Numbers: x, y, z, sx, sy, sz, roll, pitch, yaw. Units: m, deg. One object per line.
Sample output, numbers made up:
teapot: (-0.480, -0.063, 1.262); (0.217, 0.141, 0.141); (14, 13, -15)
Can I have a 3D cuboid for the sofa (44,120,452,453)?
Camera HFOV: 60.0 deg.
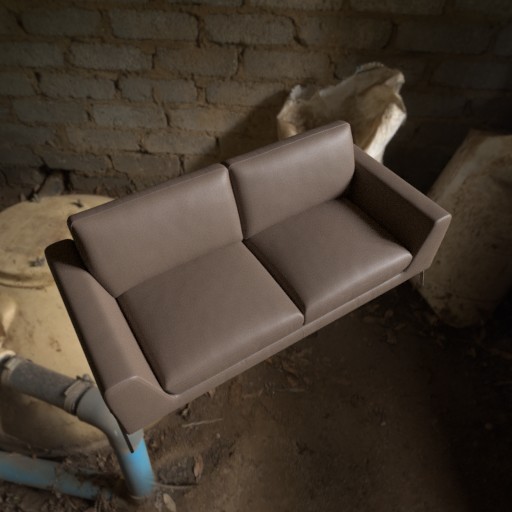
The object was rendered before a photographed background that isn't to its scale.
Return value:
sofa: (0.000, 0.000, 2.487); (2.017, 0.875, 0.953); (-25, 52, -21)
